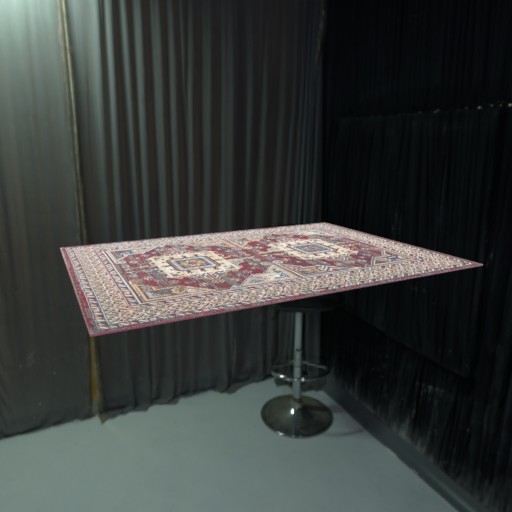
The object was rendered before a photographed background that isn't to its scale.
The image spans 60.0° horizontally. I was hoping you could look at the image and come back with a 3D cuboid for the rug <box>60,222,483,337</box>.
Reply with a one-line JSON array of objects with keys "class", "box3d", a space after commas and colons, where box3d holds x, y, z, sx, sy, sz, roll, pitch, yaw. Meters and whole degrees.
[{"class": "rug", "box3d": [0.000, 0.000, 2.837, 2.210, 0.011, 1.599, -7, 16, -26]}]
